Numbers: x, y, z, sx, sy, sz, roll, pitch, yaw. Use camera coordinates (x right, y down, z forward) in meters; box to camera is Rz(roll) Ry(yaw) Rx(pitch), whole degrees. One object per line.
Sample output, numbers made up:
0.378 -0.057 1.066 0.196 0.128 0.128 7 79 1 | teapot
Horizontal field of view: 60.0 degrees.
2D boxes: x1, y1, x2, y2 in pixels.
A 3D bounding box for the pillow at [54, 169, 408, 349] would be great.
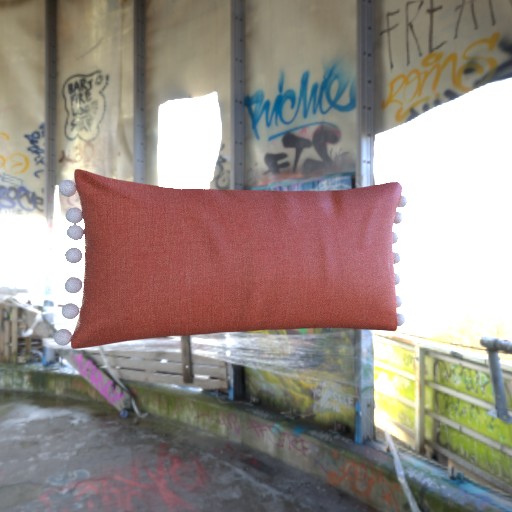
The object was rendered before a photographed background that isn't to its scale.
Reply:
0.000 0.000 0.848 0.709 0.322 0.201 0 0 -19 | pillow
